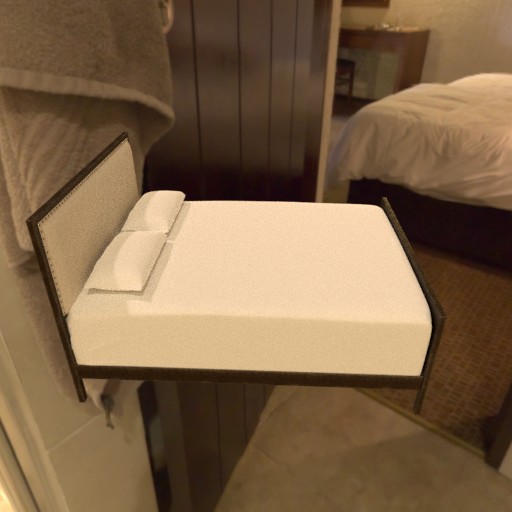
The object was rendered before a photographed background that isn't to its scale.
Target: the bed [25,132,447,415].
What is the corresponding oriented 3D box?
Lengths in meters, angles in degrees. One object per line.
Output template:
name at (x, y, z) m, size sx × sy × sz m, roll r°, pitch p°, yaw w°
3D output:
bed at (0.000, 0.000, 3.182) m, size 2.221 × 1.313 × 1.607 m, roll 1°, pitch 31°, yaw 2°
